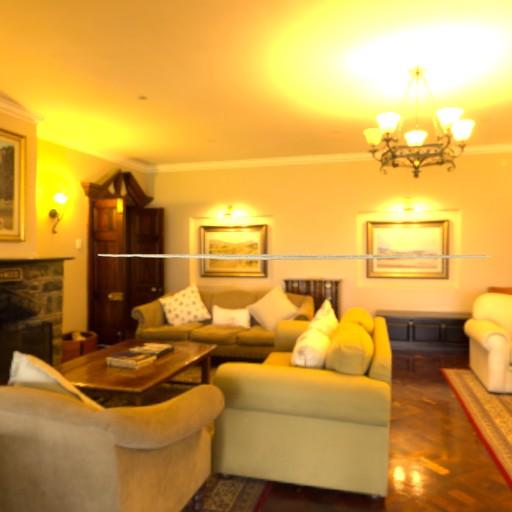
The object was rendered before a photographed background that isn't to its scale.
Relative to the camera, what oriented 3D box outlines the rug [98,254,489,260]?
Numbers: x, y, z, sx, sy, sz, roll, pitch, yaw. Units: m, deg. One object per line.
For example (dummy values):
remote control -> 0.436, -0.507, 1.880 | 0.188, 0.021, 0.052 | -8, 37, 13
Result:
rug -> 0.000, 0.000, 3.076 | 1.531, 0.023, 2.444 | 0, 0, -34
